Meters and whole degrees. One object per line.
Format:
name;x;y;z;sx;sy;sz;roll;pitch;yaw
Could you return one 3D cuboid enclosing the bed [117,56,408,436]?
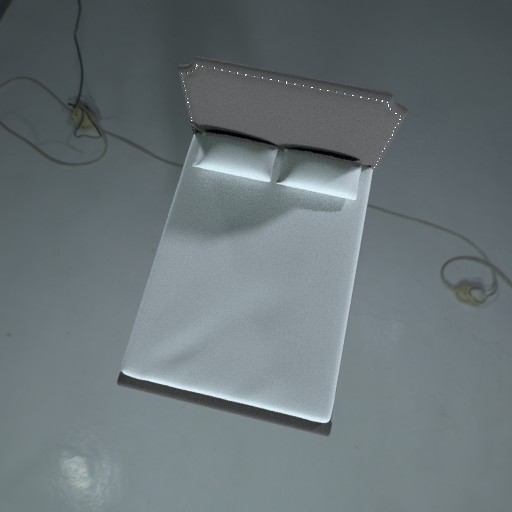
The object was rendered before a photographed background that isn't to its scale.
bed;0.000;0.000;3.468;1.713;1.443;2.372;12;73;4
